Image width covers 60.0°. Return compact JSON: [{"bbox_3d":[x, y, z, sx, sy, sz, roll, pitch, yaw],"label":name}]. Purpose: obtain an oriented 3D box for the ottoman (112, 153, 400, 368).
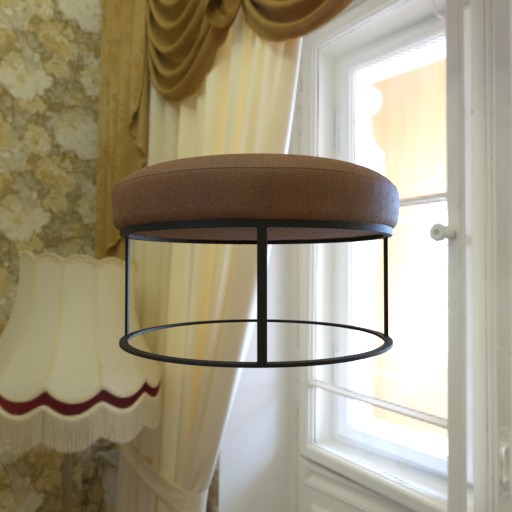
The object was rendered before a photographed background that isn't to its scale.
[{"bbox_3d":[0.000,0.000,1.249,0.771,0.460,0.771,0,-1,0],"label":"ottoman"}]
